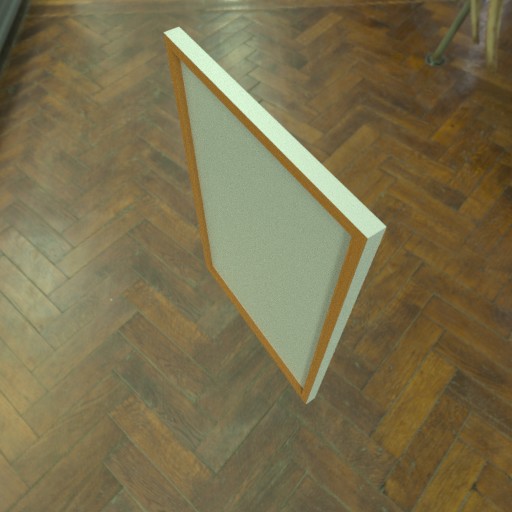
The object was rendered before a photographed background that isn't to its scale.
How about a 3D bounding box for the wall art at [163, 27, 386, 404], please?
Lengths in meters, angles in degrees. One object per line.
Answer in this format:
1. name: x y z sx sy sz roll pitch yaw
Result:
1. wall art: 0.000 0.000 0.761 0.025 0.608 0.405 -30 62 -18
